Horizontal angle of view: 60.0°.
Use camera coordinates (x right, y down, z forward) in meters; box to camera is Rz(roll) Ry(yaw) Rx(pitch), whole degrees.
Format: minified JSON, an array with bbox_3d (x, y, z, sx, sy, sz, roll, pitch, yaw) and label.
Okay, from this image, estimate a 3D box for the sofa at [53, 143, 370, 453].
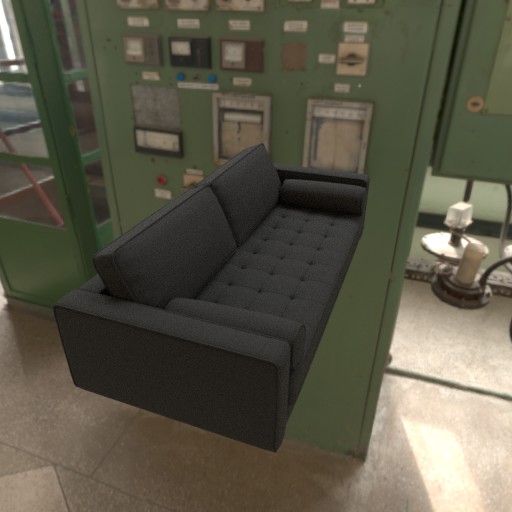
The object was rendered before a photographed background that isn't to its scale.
[{"bbox_3d":[0.000,0.000,2.338,0.914,0.759,1.875,11,31,18],"label":"sofa"}]
